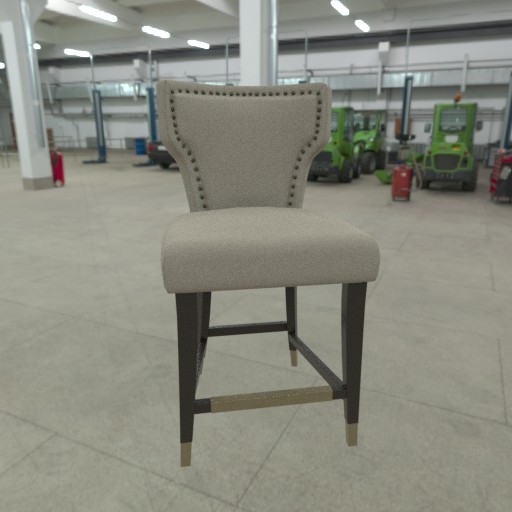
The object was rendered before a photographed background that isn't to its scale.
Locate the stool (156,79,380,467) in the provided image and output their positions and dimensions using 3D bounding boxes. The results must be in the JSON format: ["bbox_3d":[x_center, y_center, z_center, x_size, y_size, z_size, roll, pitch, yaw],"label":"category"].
[{"bbox_3d":[0.000,0.000,1.294,0.527,0.982,0.563,-3,17,-9],"label":"stool"}]
